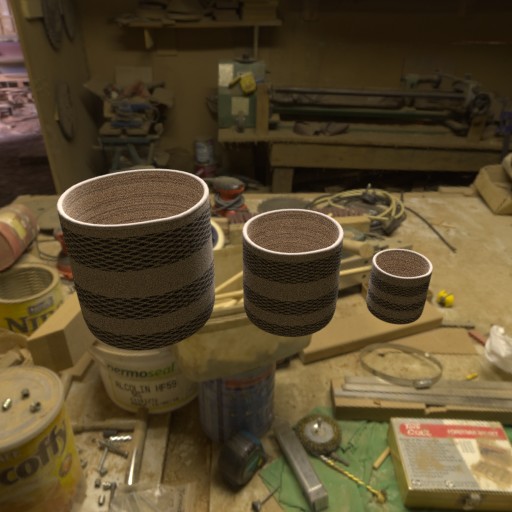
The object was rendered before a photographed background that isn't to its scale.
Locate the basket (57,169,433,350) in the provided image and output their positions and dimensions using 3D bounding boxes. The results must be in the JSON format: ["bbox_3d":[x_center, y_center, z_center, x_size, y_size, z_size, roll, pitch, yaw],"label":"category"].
[{"bbox_3d":[0.000,0.000,1.136,0.917,0.356,0.351,-1,30,-1],"label":"basket"}]
